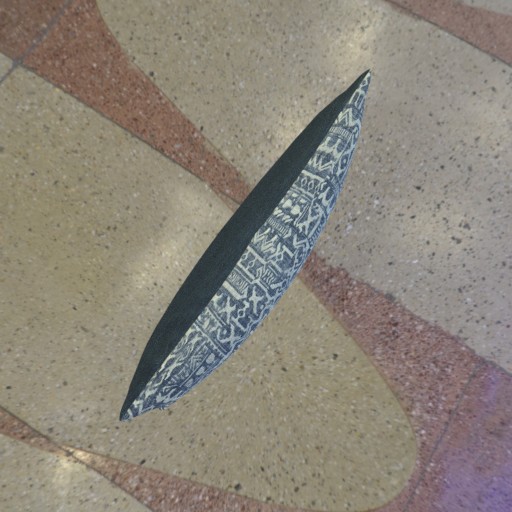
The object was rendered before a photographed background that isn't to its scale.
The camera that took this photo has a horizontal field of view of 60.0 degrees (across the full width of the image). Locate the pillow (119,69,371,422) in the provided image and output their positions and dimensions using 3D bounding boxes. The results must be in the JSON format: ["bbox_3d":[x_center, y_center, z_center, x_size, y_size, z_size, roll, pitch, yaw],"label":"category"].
[{"bbox_3d":[0.000,0.000,0.747,0.148,0.292,0.631,34,79,8],"label":"pillow"}]
